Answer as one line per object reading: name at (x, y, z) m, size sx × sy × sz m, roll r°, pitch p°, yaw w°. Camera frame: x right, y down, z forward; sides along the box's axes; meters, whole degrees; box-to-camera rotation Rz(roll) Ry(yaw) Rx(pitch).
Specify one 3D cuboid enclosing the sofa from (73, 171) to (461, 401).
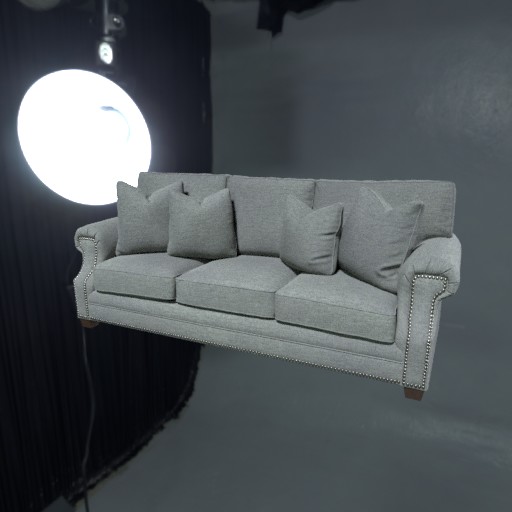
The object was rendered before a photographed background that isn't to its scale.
sofa at (0.000, 0.000, 2.756) m, size 2.312 × 0.975 × 0.965 m, roll 6°, pitch 15°, yaw 24°
